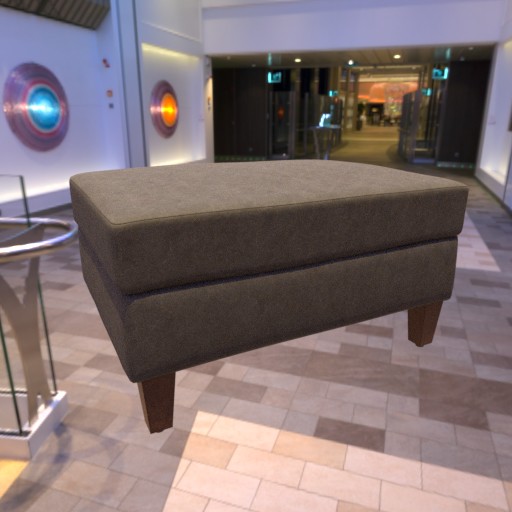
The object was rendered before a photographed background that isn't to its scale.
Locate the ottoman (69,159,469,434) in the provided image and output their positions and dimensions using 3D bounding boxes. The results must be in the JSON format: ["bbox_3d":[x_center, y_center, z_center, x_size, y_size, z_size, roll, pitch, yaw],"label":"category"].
[{"bbox_3d":[0.000,0.000,1.189,0.839,0.464,0.639,-9,20,-26],"label":"ottoman"}]
